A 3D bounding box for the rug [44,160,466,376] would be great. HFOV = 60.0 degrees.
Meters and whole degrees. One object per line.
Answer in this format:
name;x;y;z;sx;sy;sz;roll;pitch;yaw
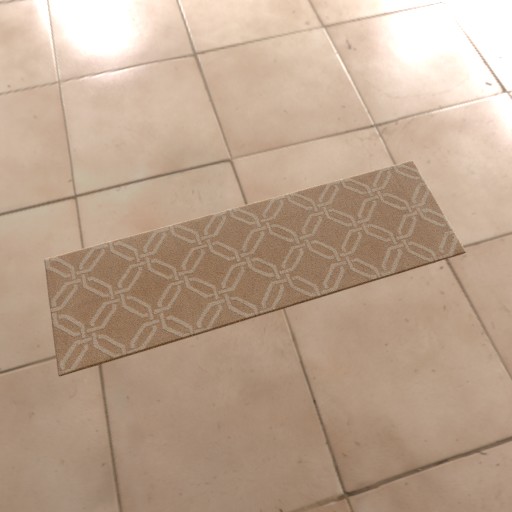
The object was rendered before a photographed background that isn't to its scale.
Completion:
rug;0.000;0.000;2.491;2.276;0.014;0.678;-16;65;-8
